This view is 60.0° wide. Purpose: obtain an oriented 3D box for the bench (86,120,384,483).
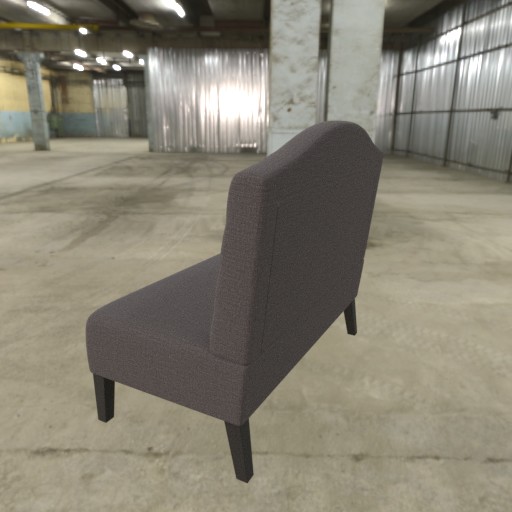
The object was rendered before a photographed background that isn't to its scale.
[{"bbox_3d":[0.000,0.000,2.024,0.815,1.180,1.335,9,19,27],"label":"bench"}]
